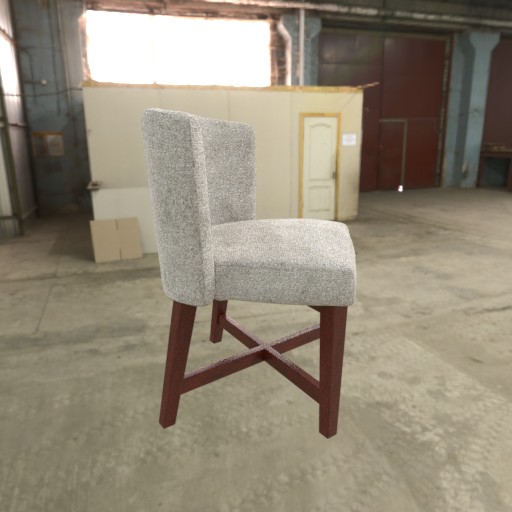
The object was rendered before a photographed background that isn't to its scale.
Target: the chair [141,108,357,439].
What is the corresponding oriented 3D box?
[{"bbox_3d":[0.000,0.000,1.313,0.575,0.827,0.728,2,15,9],"label":"chair"}]
